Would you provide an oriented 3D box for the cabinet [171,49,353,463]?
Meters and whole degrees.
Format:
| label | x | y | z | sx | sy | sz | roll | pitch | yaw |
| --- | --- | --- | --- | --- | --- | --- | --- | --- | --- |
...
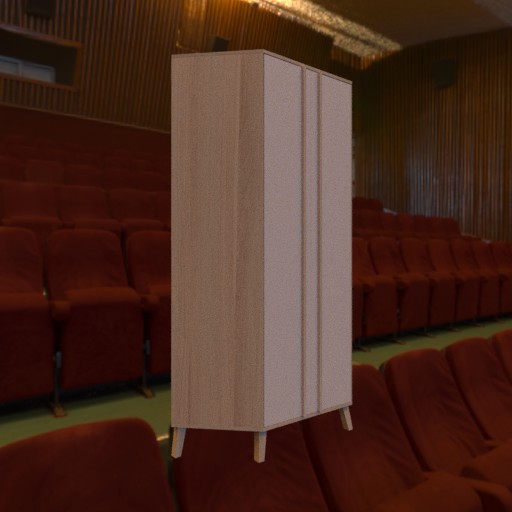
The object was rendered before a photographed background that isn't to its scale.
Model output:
| label | x | y | z | sx | sy | sz | roll | pitch | yaw |
| --- | --- | --- | --- | --- | --- | --- | --- | --- | --- |
| cabinet | 0.000 | 0.000 | 2.665 | 1.272 | 1.957 | 0.969 | 0 | 0 | -38 |
